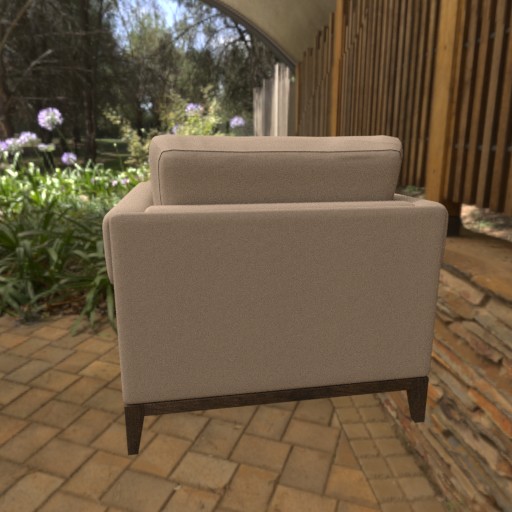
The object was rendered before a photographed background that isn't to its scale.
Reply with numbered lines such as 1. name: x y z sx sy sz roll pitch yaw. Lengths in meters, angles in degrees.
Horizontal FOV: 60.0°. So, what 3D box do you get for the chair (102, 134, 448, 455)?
1. chair: 0.000 0.000 1.624 0.914 0.838 0.959 -2 14 -10
